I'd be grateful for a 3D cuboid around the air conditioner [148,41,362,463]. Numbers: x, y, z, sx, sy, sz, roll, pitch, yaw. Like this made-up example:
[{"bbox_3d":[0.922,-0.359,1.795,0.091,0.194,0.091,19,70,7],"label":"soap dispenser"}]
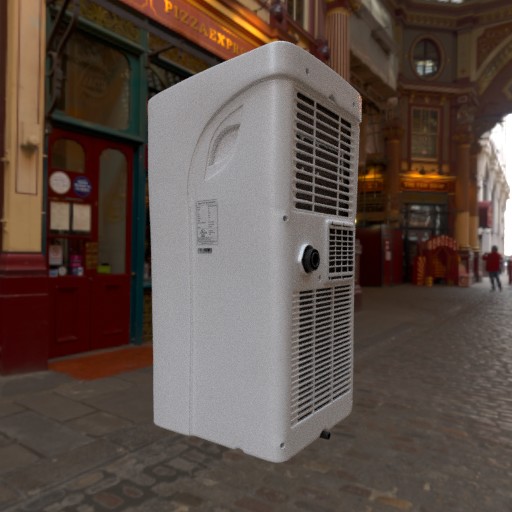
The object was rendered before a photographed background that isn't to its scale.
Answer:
[{"bbox_3d":[0.000,0.000,0.945,0.369,0.716,0.352,0,0,35],"label":"air conditioner"}]
